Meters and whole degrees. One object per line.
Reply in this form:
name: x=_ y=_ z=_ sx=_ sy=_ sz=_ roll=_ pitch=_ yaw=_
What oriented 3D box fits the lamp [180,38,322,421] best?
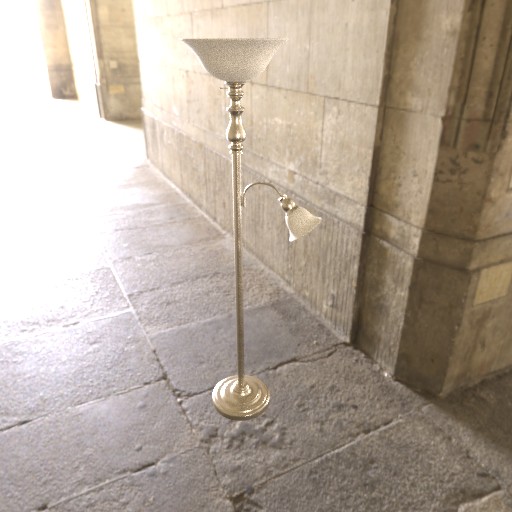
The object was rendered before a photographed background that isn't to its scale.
lamp: x=0.000 y=0.000 z=2.028 sx=0.575 sy=1.785 sz=0.405 roll=8 pitch=27 yaw=16
